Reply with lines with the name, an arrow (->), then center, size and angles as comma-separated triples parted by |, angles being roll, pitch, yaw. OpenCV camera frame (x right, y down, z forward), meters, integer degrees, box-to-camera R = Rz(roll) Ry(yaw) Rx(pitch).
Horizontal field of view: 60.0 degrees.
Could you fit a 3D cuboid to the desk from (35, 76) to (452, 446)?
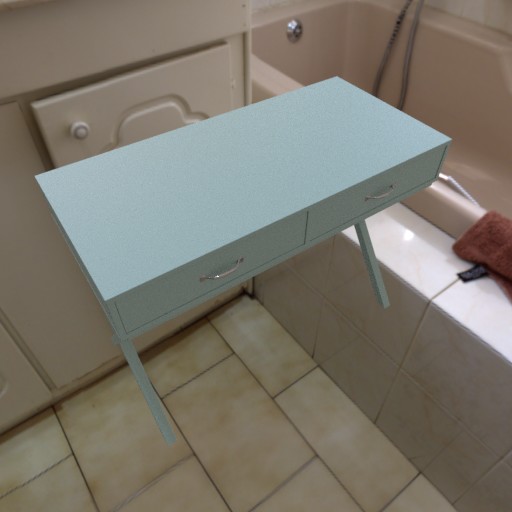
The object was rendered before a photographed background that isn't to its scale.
desk -> 0.000, 0.000, 1.507 | 1.057, 0.780, 0.525 | -26, 52, -23
